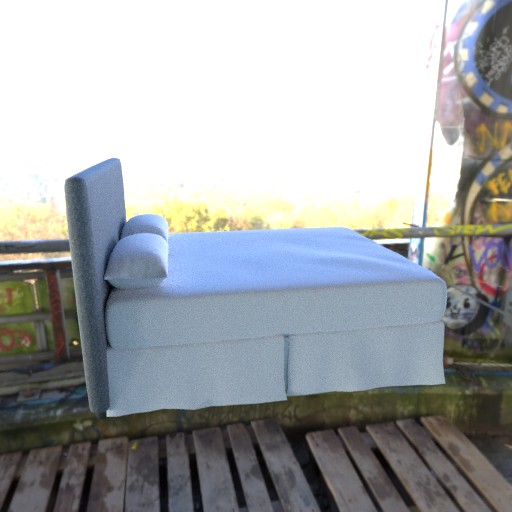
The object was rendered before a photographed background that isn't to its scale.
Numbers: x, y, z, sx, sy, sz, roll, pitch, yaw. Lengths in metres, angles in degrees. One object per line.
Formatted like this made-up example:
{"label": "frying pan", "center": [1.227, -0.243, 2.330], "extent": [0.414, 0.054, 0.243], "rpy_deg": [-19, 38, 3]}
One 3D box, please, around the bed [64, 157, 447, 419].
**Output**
{"label": "bed", "center": [0.000, 0.000, 3.176], "extent": [2.142, 1.330, 1.723], "rpy_deg": [-3, 16, -10]}
